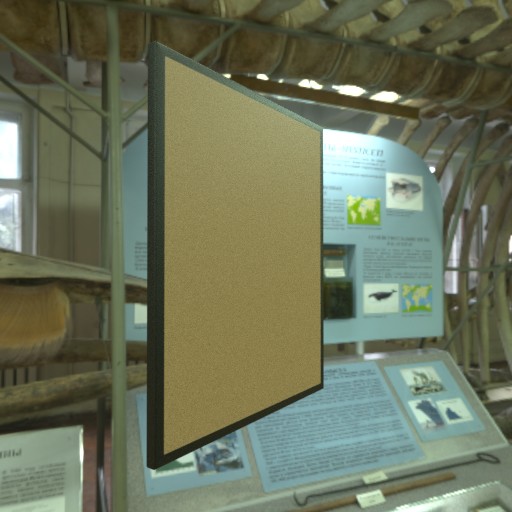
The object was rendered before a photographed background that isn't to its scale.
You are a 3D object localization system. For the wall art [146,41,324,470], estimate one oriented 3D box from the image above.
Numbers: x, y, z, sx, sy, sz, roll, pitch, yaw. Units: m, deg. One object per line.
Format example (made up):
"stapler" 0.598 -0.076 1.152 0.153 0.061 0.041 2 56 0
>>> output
"wall art" 0.000 0.000 0.797 0.018 0.582 0.481 -1 -1 37
